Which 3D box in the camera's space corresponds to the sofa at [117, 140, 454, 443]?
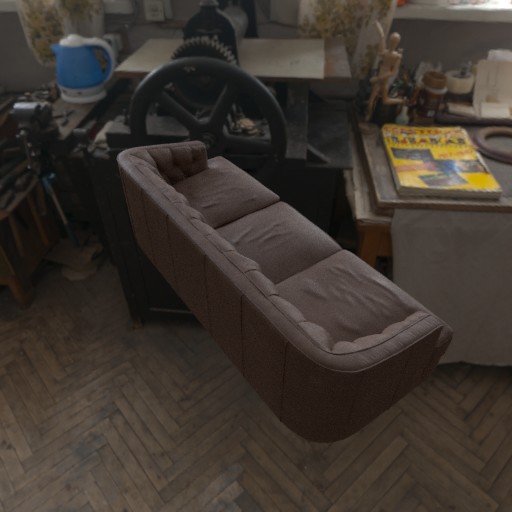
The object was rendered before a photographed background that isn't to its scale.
[{"bbox_3d":[0.000,0.000,2.709,0.927,0.787,2.227,-25,47,-26],"label":"sofa"}]
